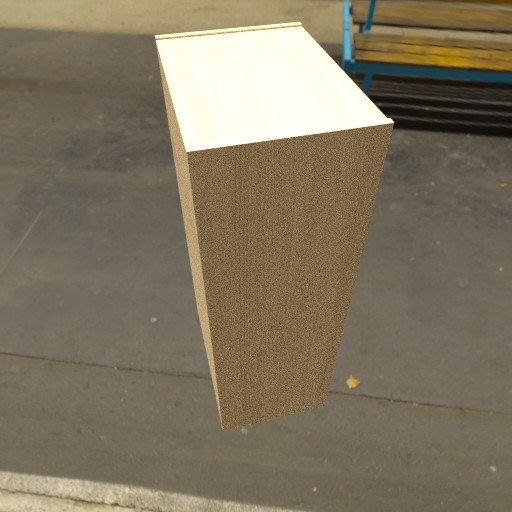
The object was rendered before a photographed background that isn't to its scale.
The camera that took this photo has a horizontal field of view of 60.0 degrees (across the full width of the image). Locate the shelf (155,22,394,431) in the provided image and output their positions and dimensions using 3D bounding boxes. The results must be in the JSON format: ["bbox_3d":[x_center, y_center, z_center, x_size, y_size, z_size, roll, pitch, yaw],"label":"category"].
[{"bbox_3d":[0.000,0.000,1.050,0.292,0.876,0.417,-11,47,-10],"label":"shelf"}]
